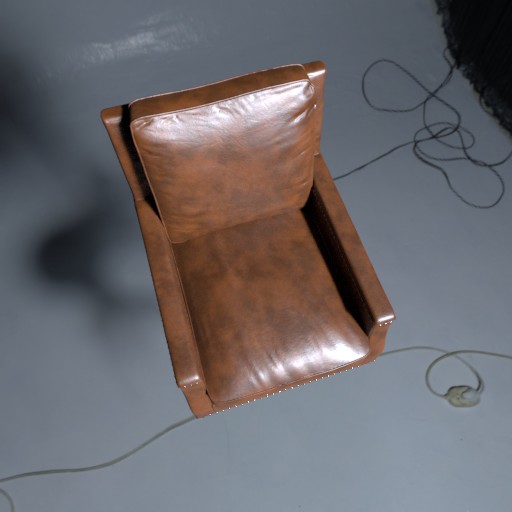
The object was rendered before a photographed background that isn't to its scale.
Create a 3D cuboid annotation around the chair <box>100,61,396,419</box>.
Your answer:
[{"bbox_3d":[0.000,0.000,1.819,0.854,1.054,1.035,-16,65,-8],"label":"chair"}]
